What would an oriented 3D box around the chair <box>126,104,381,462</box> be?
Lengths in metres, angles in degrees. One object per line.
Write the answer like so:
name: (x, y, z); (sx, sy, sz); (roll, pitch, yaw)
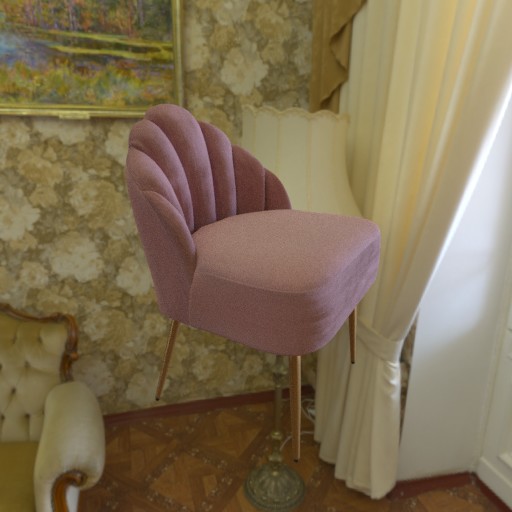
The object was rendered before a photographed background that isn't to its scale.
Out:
chair: (0.000, 0.000, 1.248); (0.599, 0.819, 0.657); (9, 19, 26)
